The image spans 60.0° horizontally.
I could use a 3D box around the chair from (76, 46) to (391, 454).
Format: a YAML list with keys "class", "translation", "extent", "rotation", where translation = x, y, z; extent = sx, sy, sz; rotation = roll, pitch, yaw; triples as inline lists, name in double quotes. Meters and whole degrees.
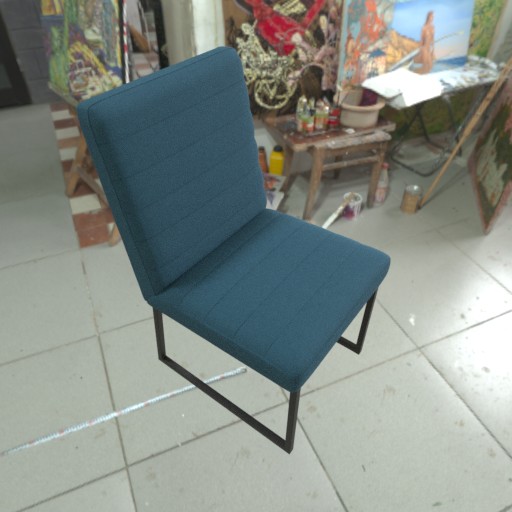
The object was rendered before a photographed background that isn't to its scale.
- class: "chair"
  translation: [0.000, 0.000, 1.272]
  extent: [0.634, 0.930, 0.520]
  rotation: [27, 49, 26]
